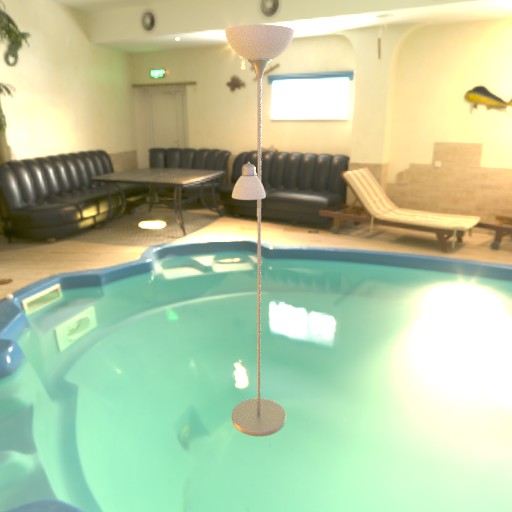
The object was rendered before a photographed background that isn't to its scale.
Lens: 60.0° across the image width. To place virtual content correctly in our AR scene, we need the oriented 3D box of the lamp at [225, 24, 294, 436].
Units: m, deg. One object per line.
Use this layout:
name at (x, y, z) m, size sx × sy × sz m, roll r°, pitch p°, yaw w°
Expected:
lamp at (0.000, 0.000, 1.940) m, size 0.279 × 1.804 × 0.425 m, roll 3°, pitch 18°, yaw 10°
